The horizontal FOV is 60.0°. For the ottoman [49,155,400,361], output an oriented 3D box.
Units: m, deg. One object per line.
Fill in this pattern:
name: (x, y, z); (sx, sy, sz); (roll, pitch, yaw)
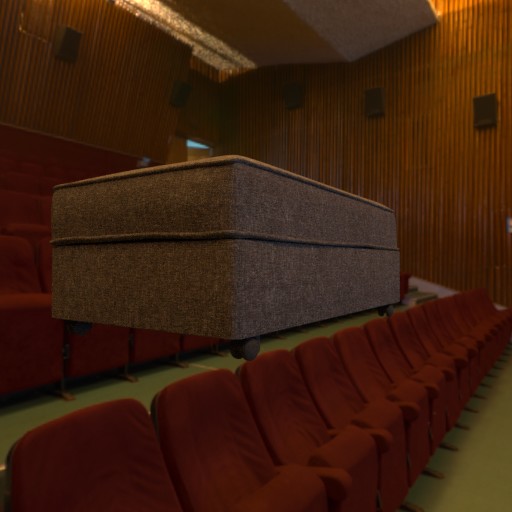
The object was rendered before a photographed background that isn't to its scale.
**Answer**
ottoman: (0.000, 0.000, 1.593); (0.717, 0.487, 1.184); (-1, -1, 34)
